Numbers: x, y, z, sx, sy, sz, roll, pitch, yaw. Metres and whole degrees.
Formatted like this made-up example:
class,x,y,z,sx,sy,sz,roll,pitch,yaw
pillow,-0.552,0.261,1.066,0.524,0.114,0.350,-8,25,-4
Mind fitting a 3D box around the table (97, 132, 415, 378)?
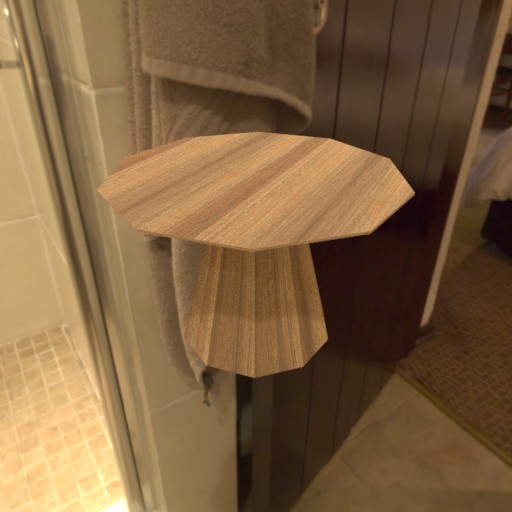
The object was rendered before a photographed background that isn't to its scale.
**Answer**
class,x,y,z,sx,sy,sz,roll,pitch,yaw
table,0.000,0.000,1.923,1.186,0.752,1.186,0,31,0
